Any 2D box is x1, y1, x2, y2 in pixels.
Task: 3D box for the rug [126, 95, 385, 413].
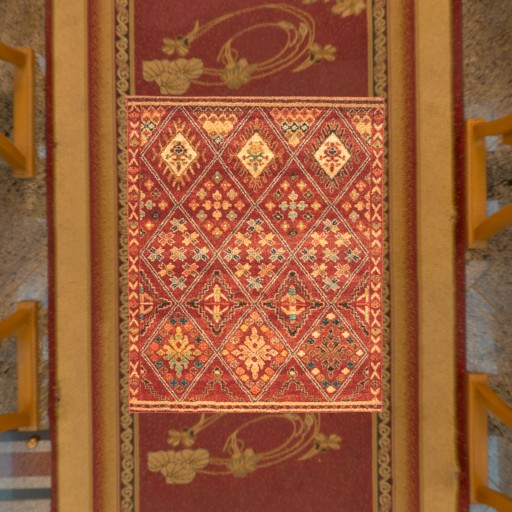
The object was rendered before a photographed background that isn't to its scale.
[{"bbox_3d":[0.000,0.000,4.313,2.489,0.030,3.086,0,91,-1],"label":"rug"}]
